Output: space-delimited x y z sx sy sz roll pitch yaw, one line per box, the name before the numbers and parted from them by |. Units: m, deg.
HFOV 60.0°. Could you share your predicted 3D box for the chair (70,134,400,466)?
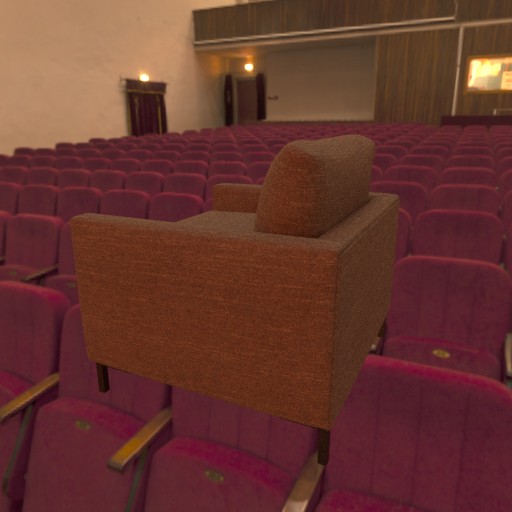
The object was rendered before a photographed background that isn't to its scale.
chair | 0.000 0.000 1.597 0.845 0.841 0.940 8 18 25
